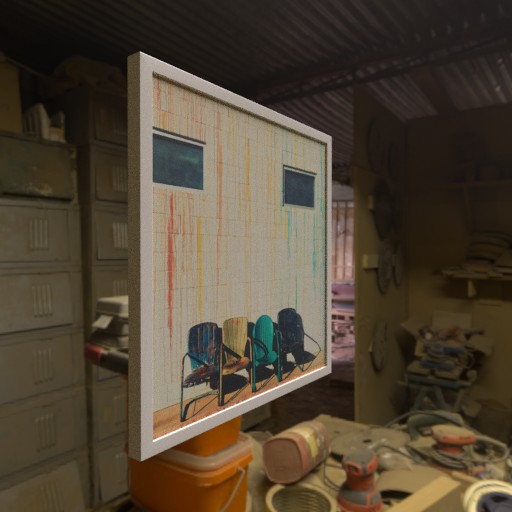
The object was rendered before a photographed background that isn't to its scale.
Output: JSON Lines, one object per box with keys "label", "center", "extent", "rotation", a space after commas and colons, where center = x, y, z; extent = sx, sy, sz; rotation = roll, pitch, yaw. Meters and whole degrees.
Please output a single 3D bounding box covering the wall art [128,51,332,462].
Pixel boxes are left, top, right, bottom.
{"label": "wall art", "center": [0.000, 0.000, 1.135], "extent": [0.036, 0.760, 0.760], "rotation": [0, 1, 37]}
